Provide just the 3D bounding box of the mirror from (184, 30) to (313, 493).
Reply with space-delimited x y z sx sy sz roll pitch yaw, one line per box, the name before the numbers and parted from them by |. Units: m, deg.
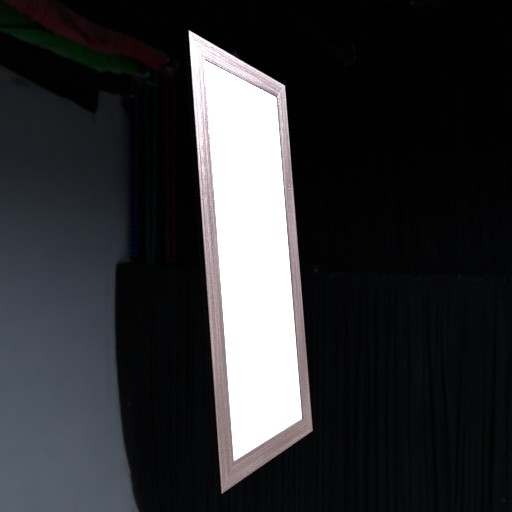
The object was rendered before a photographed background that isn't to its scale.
mirror | 0.000 0.000 2.271 0.221 2.020 0.812 0 1 35
